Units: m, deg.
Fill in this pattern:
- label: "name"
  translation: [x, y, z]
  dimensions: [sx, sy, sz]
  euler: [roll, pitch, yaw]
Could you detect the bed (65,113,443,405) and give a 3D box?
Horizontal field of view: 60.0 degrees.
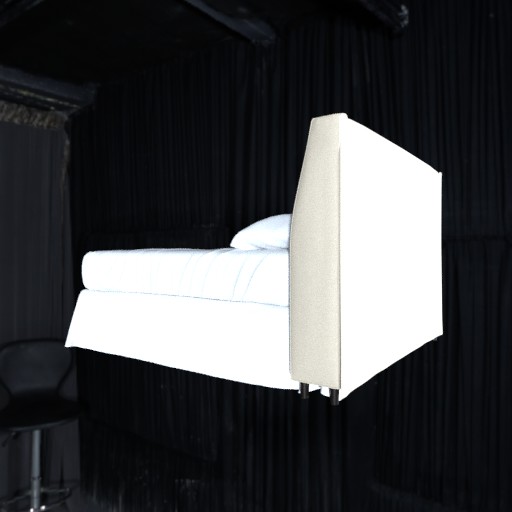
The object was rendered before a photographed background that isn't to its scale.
- label: "bed"
  translation: [0.000, 0.000, 3.371]
  dimensions: [2.276, 1.332, 1.925]
  euler: [0, 1, 35]
